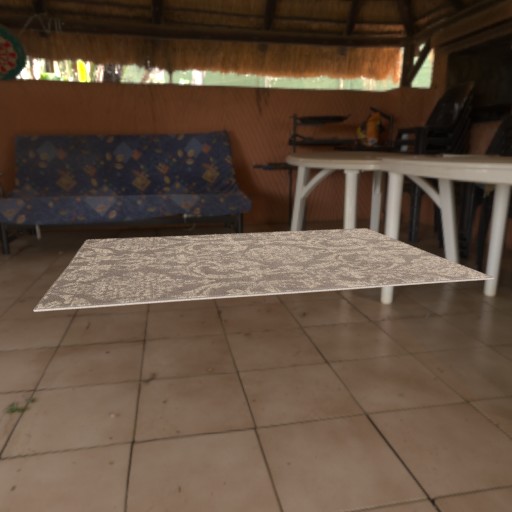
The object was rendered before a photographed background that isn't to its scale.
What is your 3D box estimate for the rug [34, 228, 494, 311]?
[{"bbox_3d":[0.000,0.000,2.278,1.824,0.012,1.206,-3,14,-12],"label":"rug"}]
